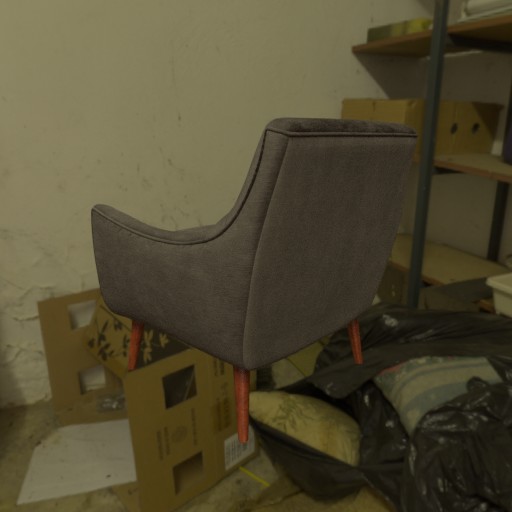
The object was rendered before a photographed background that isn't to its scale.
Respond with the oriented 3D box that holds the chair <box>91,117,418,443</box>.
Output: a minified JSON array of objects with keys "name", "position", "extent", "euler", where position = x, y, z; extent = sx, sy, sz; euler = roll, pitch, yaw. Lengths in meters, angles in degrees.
[{"name":"chair","position":[0.000,0.000,1.450],"extent":[0.787,0.838,0.762],"euler":[14,20,42]}]
